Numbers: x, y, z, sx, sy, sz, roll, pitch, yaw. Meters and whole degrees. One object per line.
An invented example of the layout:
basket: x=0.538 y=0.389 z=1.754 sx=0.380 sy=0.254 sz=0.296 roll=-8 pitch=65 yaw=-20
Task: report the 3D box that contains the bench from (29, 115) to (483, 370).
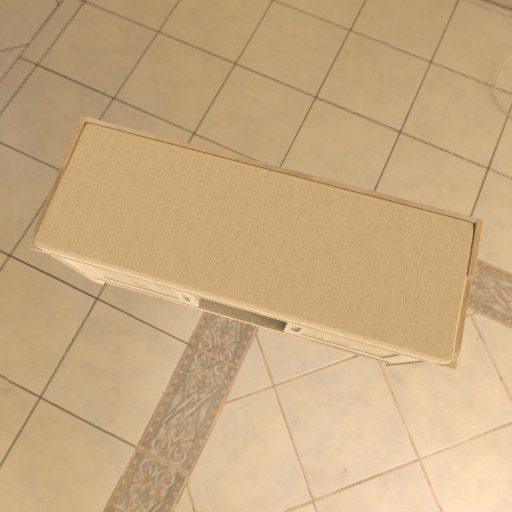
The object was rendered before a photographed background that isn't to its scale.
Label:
bench: x=0.000 y=0.000 z=1.382 sx=1.140 sy=0.501 sz=0.398 roll=15 pitch=75 yaw=4
